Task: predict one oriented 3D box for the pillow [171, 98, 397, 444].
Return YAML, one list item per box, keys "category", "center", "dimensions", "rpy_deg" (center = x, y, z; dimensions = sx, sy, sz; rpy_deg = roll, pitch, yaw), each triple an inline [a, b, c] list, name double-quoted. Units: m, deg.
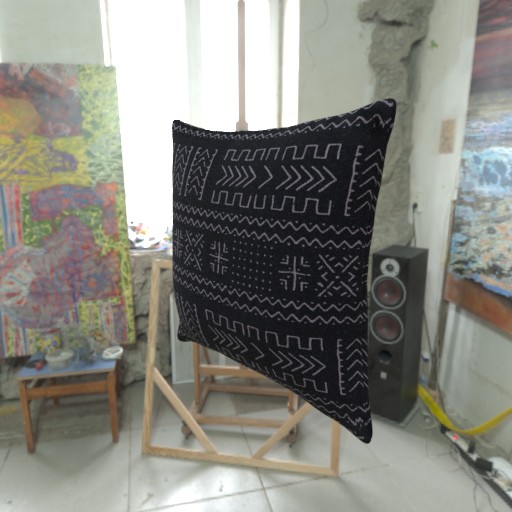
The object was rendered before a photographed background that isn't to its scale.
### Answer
- category: "pillow"
  center: [0.000, 0.000, 0.682]
  dimensions: [0.164, 0.430, 0.438]
  rpy_deg: [-13, 19, -42]
